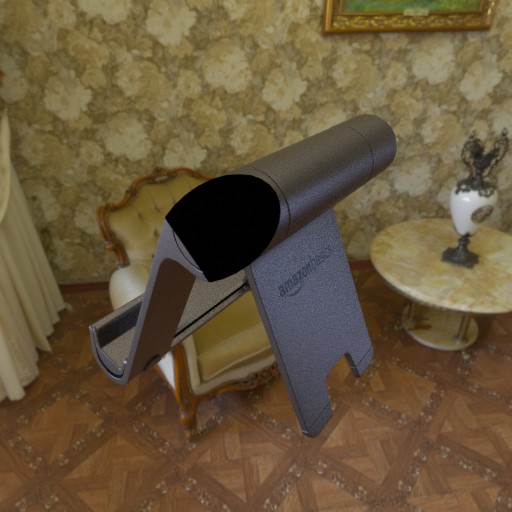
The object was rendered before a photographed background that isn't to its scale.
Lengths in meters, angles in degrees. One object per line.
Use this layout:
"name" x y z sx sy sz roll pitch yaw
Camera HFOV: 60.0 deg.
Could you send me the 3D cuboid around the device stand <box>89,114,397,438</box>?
"device stand" 0.000 0.000 0.151 0.079 0.084 0.088 21 36 31
